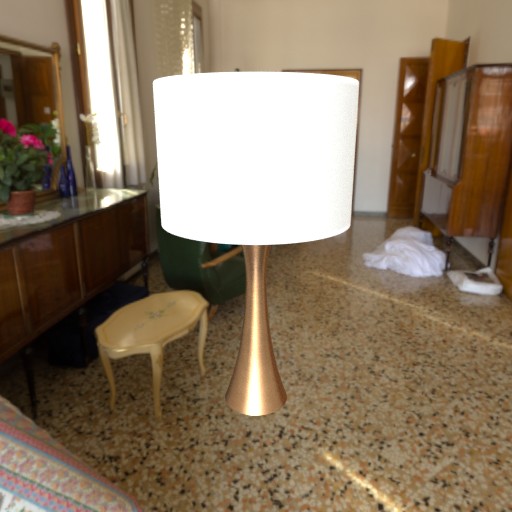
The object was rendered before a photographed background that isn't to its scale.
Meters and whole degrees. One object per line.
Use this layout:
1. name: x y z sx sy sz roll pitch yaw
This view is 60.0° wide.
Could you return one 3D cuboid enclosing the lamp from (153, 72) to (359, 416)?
1. lamp: 0.000 0.000 0.657 0.268 0.479 0.268 -8 18 -26
